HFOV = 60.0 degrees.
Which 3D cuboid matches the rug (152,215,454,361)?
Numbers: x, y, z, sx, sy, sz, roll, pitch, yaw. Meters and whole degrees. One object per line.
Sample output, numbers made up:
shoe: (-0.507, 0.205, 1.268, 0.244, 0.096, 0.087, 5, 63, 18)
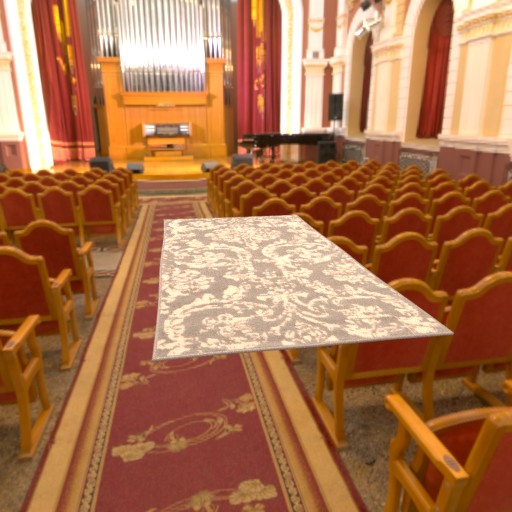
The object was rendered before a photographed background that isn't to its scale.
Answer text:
rug: (0.000, 0.000, 1.428, 0.604, 0.007, 1.219, -3, 17, -10)
